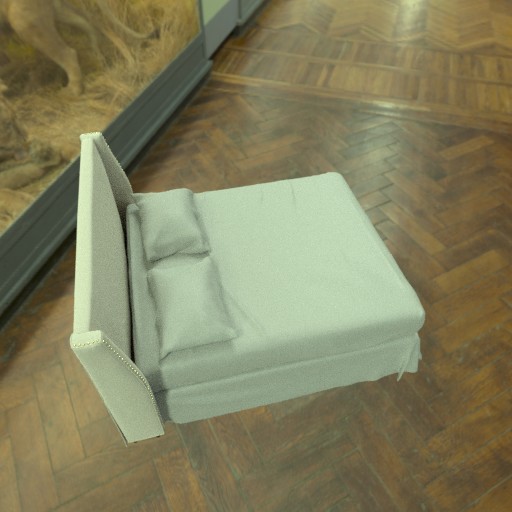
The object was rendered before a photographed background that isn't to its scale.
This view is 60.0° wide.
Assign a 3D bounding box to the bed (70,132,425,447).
[{"bbox_3d":[0.000,0.000,3.352,2.276,1.332,1.925,-10,48,-9],"label":"bed"}]
